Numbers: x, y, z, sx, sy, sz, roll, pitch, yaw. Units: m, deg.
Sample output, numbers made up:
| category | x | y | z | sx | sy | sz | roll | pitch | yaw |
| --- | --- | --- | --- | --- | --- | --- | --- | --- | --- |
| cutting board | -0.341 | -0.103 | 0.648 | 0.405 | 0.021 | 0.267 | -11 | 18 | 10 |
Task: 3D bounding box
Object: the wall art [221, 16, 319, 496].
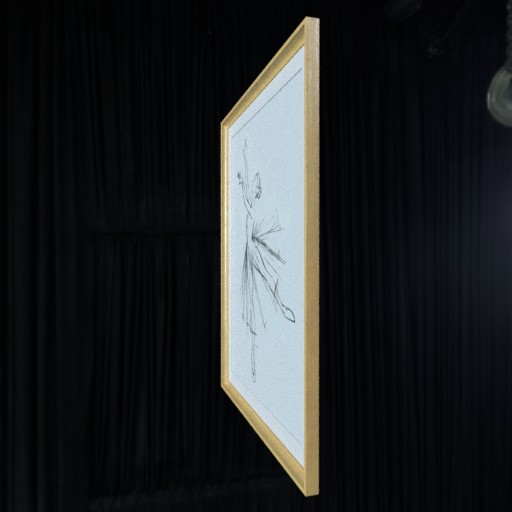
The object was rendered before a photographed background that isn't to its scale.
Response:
| category | x | y | z | sx | sy | sz | roll | pitch | yaw |
| --- | --- | --- | --- | --- | --- | --- | --- | --- | --- |
| wall art | 0.000 | 0.000 | 1.310 | 0.030 | 1.002 | 0.798 | 0 | 1 | -17 |
